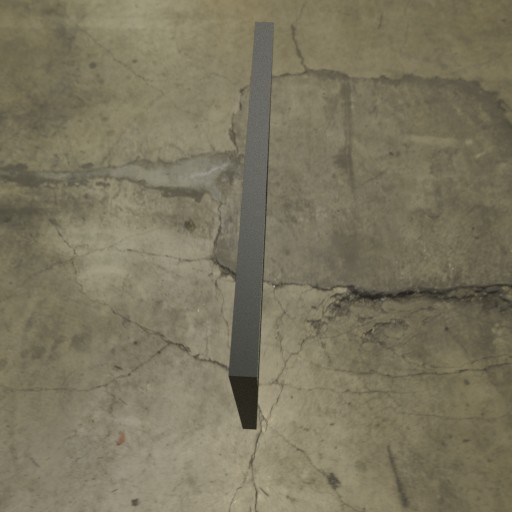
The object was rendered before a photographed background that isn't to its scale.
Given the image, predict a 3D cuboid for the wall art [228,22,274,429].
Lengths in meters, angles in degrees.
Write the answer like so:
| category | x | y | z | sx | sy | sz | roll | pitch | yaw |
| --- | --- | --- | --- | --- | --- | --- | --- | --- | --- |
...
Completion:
| category | x | y | z | sx | sy | sz | roll | pitch | yaw |
| --- | --- | --- | --- | --- | --- | --- | --- | --- | --- |
| wall art | 0.000 | 0.000 | 1.146 | 0.042 | 0.766 | 0.769 | 3 | 63 | 1 |
